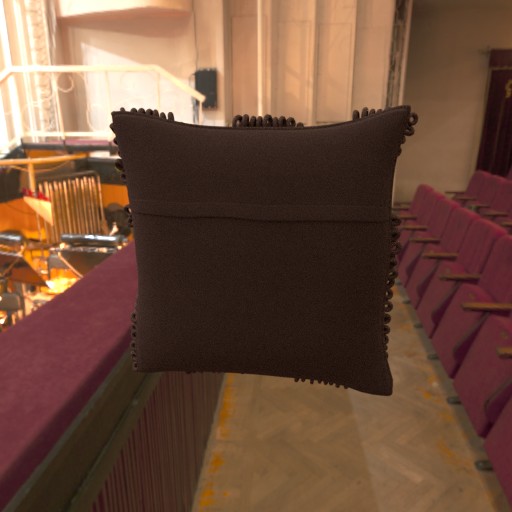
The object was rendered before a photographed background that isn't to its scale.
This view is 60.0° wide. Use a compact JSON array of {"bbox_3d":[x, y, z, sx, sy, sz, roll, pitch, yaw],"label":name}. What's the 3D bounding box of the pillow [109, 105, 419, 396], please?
[{"bbox_3d":[0.000,0.000,0.728,0.470,0.467,0.172,3,17,8],"label":"pillow"}]
